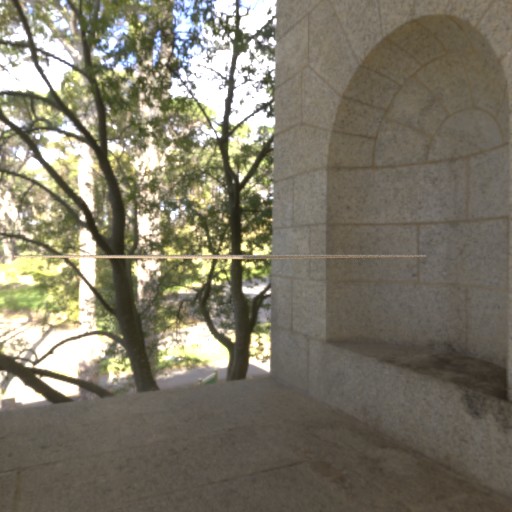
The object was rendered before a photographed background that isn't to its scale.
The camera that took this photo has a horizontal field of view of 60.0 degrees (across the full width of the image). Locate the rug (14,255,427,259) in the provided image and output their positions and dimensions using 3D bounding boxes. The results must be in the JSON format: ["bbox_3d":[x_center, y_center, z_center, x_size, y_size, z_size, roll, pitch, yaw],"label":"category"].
[{"bbox_3d":[0.000,0.000,2.827,1.524,0.011,2.286,0,0,35],"label":"rug"}]
